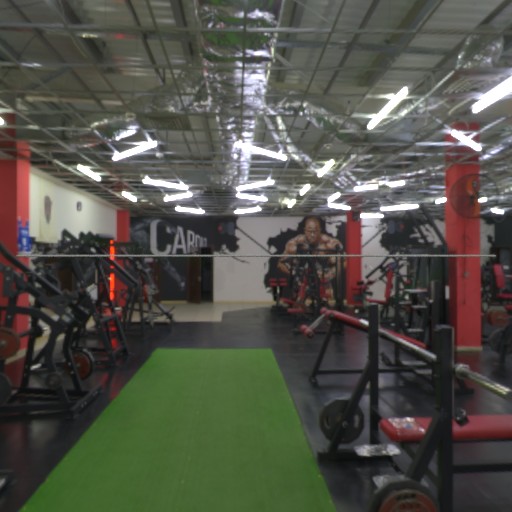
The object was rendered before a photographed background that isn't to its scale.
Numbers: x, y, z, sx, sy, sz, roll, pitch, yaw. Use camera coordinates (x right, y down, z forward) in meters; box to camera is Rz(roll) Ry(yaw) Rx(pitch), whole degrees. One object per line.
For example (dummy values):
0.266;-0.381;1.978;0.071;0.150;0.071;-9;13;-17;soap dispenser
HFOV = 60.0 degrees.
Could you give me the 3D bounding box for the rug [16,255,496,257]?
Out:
0.000;0.000;3.002;2.430;0.010;1.515;0;0;0;rug
